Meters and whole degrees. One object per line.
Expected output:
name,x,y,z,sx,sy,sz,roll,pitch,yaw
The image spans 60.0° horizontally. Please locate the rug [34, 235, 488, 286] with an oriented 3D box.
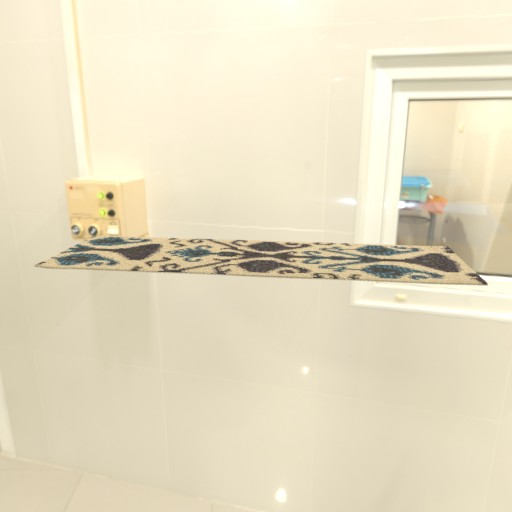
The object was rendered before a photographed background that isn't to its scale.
rug,0.000,0.000,2.546,2.301,0.017,0.692,2,17,7
